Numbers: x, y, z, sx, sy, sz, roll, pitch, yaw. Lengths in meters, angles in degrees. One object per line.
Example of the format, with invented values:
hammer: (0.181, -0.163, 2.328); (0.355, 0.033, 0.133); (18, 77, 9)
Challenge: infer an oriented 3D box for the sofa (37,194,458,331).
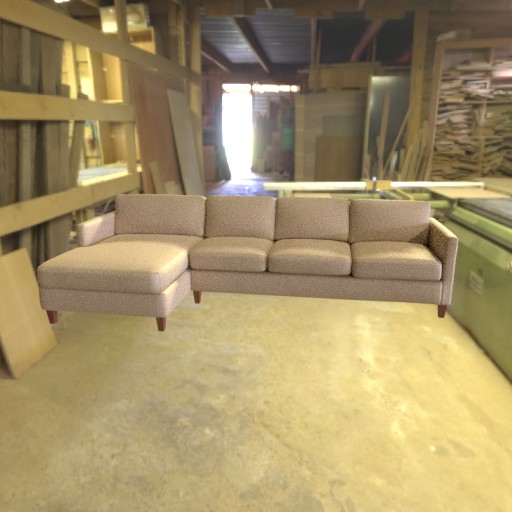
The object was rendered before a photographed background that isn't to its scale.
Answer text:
sofa: (0.000, 0.000, 3.782); (3.201, 0.876, 1.502); (2, 15, 9)
